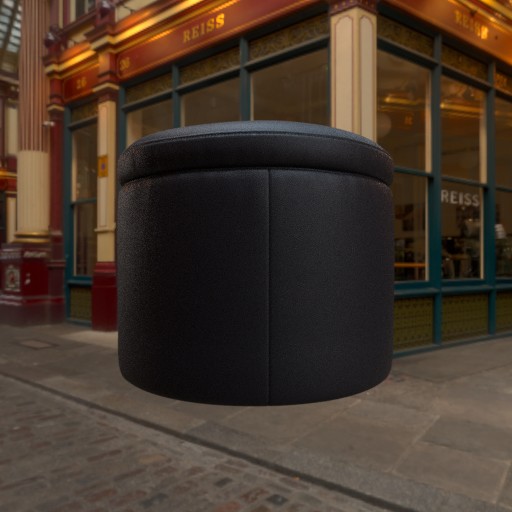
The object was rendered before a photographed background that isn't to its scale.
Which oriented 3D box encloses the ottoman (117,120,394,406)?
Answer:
[{"bbox_3d":[0.000,0.000,0.841,0.501,0.409,0.501,0,0,0],"label":"ottoman"}]
